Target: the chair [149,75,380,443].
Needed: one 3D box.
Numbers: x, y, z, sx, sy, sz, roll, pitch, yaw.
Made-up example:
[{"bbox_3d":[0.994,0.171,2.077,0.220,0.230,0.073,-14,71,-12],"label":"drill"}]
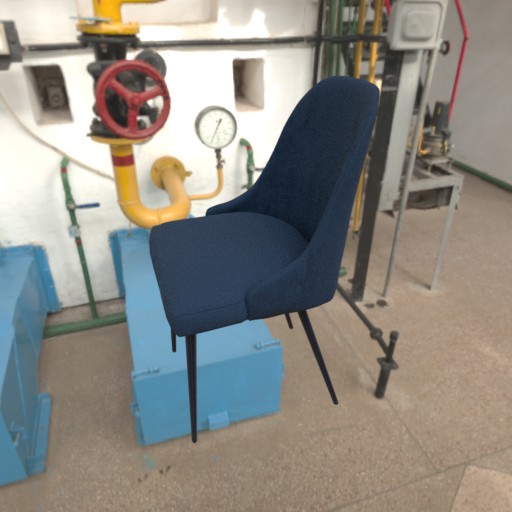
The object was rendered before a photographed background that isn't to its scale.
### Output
[{"bbox_3d":[0.000,0.000,1.236,0.559,0.896,0.478,-9,31,-15],"label":"chair"}]
